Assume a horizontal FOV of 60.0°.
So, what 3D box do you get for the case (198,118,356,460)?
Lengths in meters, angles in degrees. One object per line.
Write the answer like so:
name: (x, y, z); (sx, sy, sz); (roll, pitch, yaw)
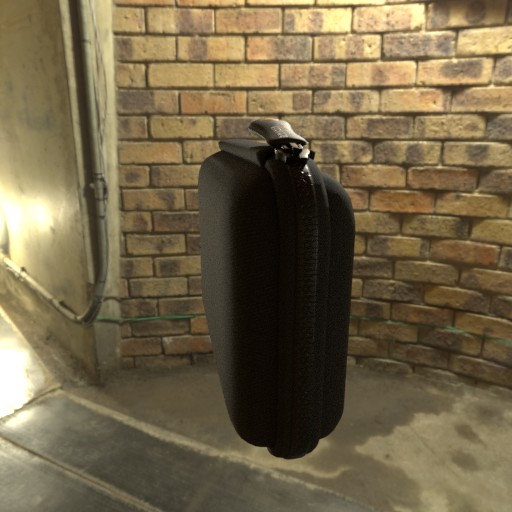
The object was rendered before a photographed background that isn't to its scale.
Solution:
case: (0.000, 0.000, 0.177); (0.038, 0.105, 0.132); (-3, 17, -11)
